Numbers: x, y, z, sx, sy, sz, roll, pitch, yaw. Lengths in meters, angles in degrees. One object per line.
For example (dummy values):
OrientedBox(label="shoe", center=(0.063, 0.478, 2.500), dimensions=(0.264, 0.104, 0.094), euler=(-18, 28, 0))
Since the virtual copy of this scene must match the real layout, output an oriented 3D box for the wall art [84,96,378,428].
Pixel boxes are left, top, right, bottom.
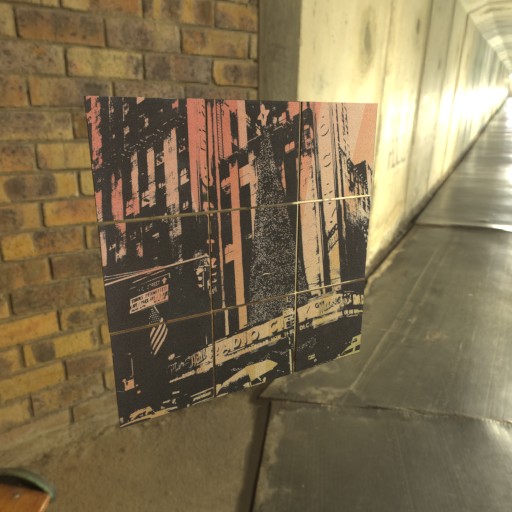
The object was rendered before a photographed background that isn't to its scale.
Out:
OrientedBox(label="wall art", center=(0.000, 0.000, 1.383), dimensions=(0.919, 0.917, 0.010), euler=(-9, 19, -28))
